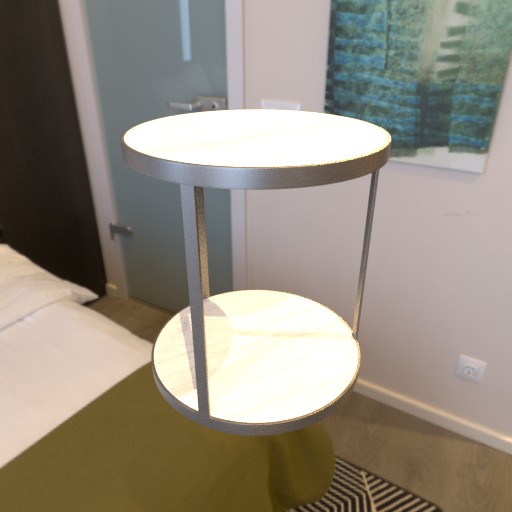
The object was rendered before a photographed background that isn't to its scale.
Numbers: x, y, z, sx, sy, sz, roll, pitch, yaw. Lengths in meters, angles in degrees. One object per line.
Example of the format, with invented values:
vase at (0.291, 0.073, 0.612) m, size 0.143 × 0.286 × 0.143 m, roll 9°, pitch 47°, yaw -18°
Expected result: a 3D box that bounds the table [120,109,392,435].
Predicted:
table at (0.000, 0.000, 0.863) m, size 0.445 × 0.479 × 0.445 m, roll 0°, pitch 27°, yaw 0°
